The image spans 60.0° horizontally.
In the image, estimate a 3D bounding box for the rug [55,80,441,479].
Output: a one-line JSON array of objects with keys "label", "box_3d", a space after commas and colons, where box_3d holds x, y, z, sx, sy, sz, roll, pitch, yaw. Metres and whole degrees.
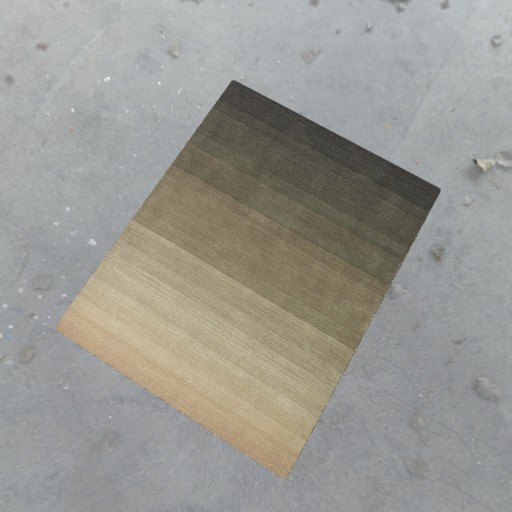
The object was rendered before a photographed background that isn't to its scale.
[{"label": "rug", "box_3d": [0.000, 0.000, 3.966, 2.305, 0.017, 2.902, 30, 77, 8]}]
